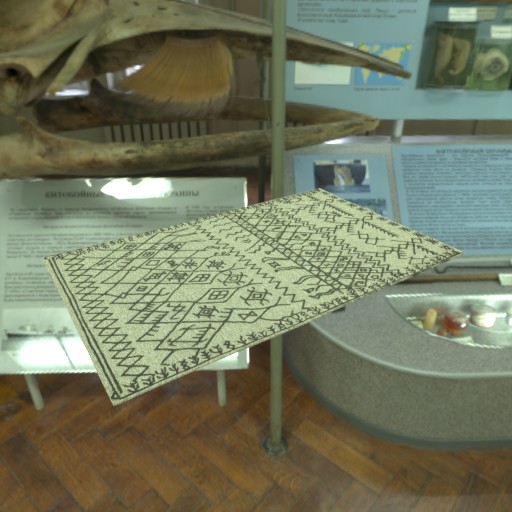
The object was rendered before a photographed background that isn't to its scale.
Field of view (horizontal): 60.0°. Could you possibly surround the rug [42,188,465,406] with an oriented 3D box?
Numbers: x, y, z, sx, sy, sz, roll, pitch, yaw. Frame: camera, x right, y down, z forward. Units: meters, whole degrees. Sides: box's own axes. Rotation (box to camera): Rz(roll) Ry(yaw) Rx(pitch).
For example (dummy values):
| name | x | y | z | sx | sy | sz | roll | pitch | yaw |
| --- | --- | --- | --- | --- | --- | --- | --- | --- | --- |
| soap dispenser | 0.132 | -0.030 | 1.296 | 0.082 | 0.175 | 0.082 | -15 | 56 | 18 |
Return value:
| name | x | y | z | sx | sy | sz | roll | pitch | yaw |
| --- | --- | --- | --- | --- | --- | --- | --- | --- | --- |
| rug | 0.000 | 0.000 | 4.716 | 3.824 | 0.019 | 2.393 | -18 | 33 | -29 |
